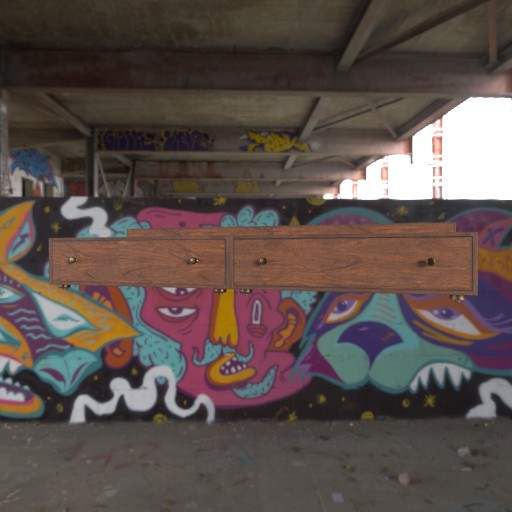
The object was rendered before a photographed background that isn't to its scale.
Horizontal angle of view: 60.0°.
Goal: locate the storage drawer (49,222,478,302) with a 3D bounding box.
[{"bbox_3d":[0.000,0.000,2.236,1.914,0.339,0.774,0,0,18],"label":"storage drawer"}]
